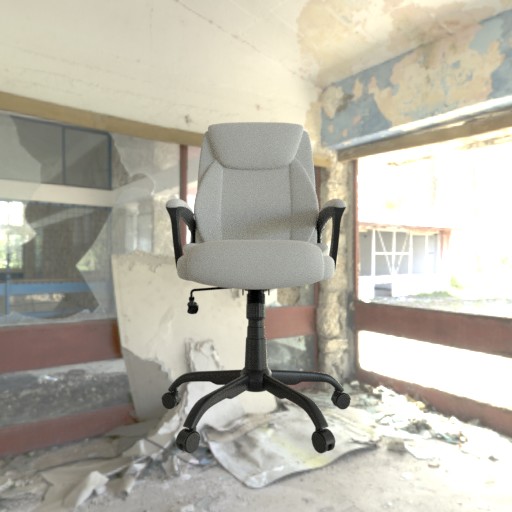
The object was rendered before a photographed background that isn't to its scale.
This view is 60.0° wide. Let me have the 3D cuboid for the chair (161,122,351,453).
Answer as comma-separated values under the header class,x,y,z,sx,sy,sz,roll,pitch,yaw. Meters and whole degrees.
class,x,y,z,sx,sy,sz,roll,pitch,yaw
chair,0.000,0.000,1.497,0.663,1.065,0.669,0,0,0
